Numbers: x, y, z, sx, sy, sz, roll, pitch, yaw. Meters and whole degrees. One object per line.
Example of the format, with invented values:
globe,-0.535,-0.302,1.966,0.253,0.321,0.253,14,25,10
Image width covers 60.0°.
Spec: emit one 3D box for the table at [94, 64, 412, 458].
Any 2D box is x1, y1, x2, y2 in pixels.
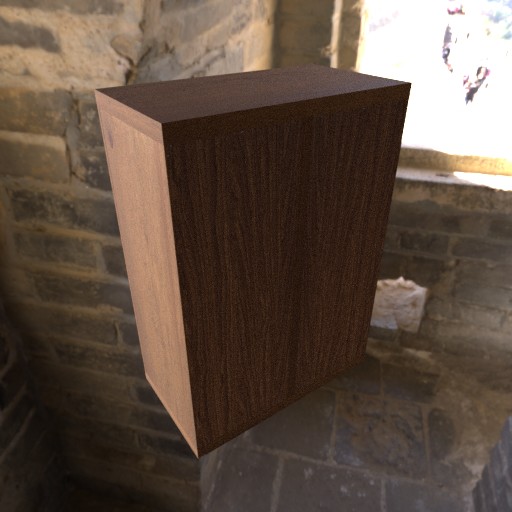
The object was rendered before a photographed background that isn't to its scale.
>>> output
table,0.000,0.000,1.769,0.901,1.294,0.524,-20,37,-29
